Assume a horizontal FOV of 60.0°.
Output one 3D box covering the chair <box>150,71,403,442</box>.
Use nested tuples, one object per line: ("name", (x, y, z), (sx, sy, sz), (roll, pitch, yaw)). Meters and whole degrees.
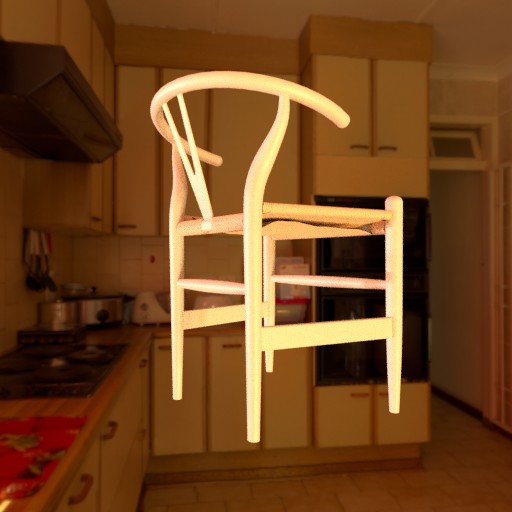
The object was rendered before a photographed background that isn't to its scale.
("chair", (0.000, 0.000, 1.095), (0.500, 0.736, 0.533), (0, 0, -37))
